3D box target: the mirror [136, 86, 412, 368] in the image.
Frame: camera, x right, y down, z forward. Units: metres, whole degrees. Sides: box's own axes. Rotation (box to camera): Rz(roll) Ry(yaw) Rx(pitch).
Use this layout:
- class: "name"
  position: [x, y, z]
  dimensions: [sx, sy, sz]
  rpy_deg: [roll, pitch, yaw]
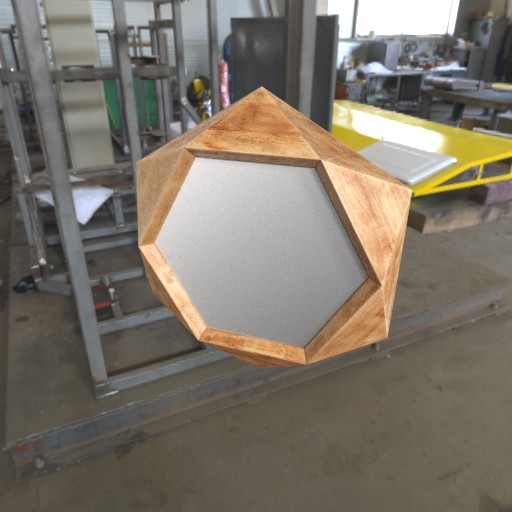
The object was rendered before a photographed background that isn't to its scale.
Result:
- class: "mirror"
  position: [0.000, 0.000, 1.095]
  dimensions: [0.675, 0.779, 0.091]
  rpy_deg: [9, 29, 17]
